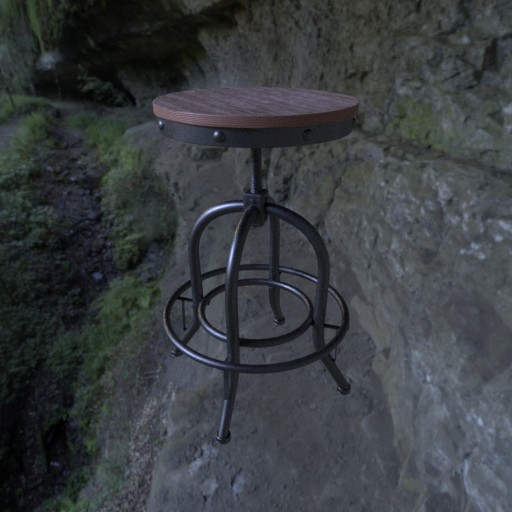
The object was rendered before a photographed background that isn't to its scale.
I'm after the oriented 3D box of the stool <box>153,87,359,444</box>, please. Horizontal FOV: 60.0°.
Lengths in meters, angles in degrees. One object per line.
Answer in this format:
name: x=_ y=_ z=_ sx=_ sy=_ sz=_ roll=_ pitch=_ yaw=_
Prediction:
stool: x=0.000 y=0.000 z=0.902 sx=0.439 sy=0.609 sz=0.439 roll=9 pitch=28 yaw=16
